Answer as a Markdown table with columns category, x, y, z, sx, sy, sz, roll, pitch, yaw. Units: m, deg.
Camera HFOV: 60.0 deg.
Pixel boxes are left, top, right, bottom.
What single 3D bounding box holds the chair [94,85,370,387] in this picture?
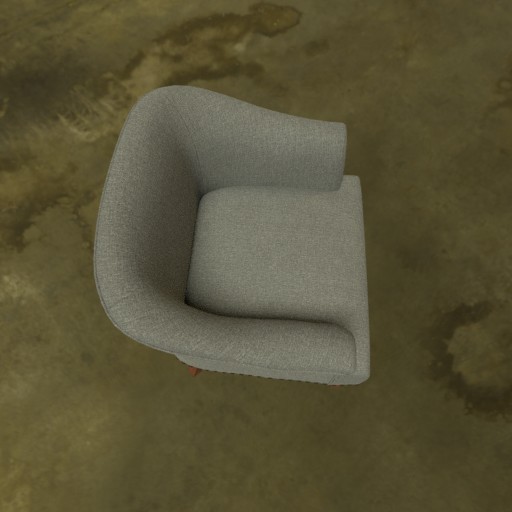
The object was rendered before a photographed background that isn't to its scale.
| category | x | y | z | sx | sy | sz | roll | pitch | yaw |
| --- | --- | --- | --- | --- | --- | --- | --- | --- | --- |
| chair | 0.000 | 0.000 | 1.398 | 0.704 | 0.815 | 0.798 | 3 | 64 | 2 |
